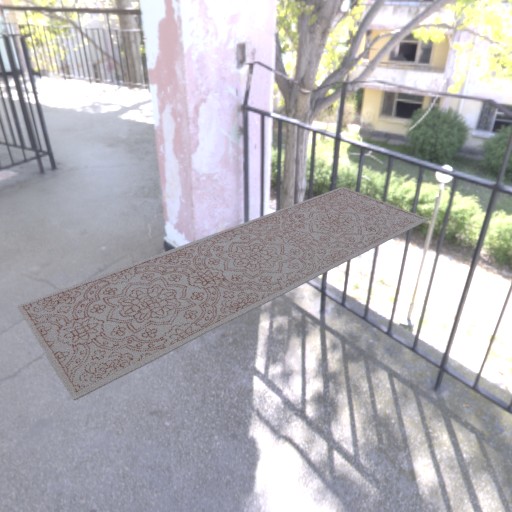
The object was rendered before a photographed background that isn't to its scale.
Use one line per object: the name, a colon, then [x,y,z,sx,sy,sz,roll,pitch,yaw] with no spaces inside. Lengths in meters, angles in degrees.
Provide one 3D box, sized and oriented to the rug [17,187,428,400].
rug: [0.000,0.000,2.614,2.448,0.012,0.769,-23,38,-33]
